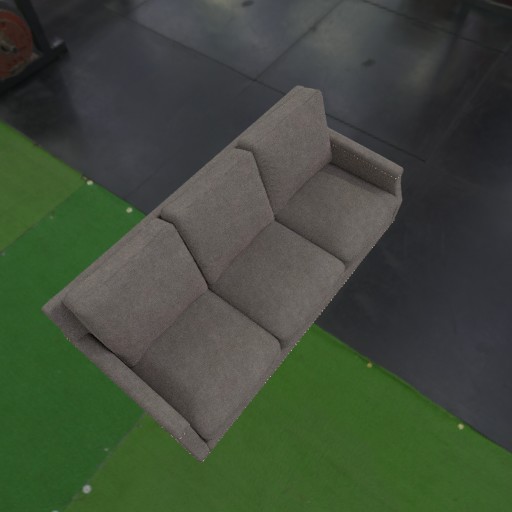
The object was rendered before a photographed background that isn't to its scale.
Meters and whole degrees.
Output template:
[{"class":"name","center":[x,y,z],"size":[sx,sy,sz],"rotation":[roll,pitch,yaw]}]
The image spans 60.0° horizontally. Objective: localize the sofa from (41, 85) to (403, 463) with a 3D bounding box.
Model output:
[{"class":"sofa","center":[0.000,0.000,2.827],"size":[1.034,1.042,2.226],"rotation":[35,65,19]}]
